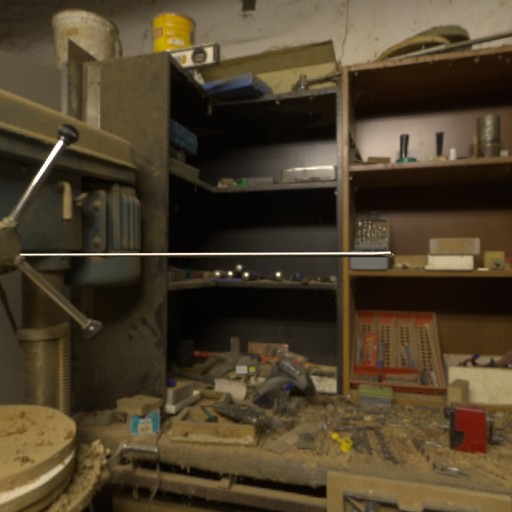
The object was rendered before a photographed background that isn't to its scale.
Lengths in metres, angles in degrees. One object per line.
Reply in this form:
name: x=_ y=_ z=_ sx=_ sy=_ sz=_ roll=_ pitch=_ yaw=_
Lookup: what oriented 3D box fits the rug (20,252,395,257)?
rug: x=0.000 y=0.000 z=4.069 sx=2.423 sy=0.019 sz=3.009 roll=0 pitch=0 yaw=18
